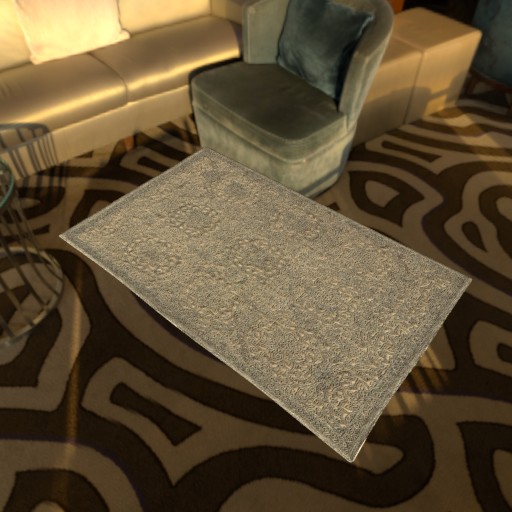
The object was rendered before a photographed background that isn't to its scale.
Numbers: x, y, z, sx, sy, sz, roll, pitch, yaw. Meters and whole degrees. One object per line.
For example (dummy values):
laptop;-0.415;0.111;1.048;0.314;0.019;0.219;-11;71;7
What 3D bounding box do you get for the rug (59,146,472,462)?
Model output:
rug;0.000;0.000;3.108;2.498;0.022;1.535;31;54;26
